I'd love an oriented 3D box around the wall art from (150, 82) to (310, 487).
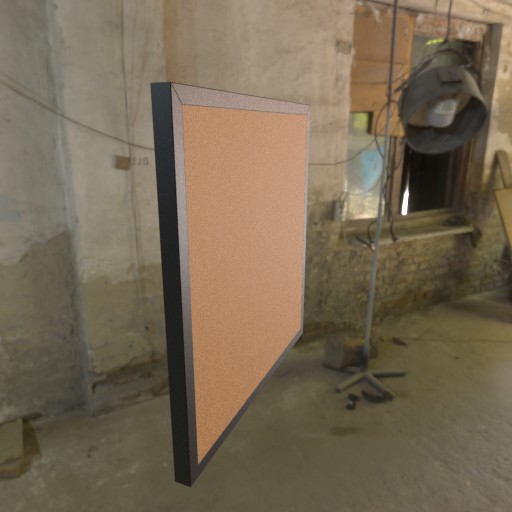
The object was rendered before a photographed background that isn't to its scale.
[{"bbox_3d":[0.000,0.000,1.134,0.038,0.765,0.765,7,17,22],"label":"wall art"}]
